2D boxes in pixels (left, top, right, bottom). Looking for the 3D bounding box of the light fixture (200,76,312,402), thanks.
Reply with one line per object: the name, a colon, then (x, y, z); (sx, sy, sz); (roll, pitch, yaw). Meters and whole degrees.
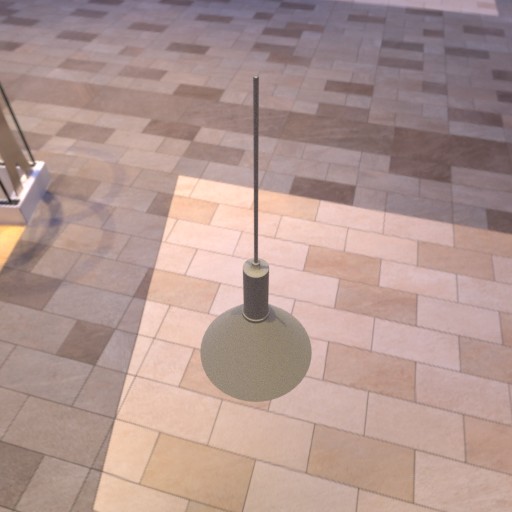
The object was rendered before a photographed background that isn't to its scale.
light fixture: (0.000, 0.000, 0.821); (0.267, 0.683, 0.267); (-24, 52, -20)
